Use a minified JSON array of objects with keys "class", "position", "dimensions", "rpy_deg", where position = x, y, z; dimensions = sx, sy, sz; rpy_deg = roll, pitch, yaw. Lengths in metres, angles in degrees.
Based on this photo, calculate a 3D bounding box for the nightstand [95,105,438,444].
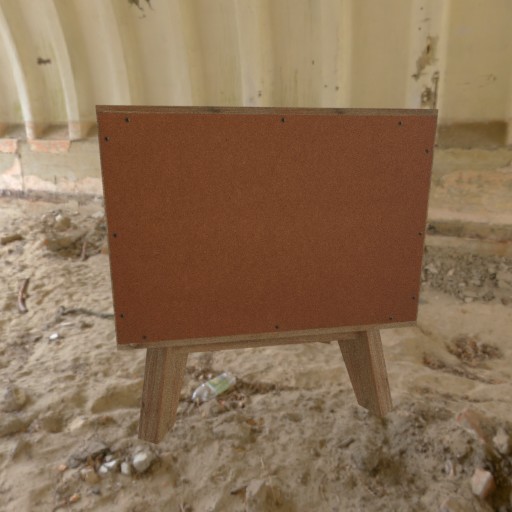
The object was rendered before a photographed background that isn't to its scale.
[{"class":"nightstand","position":[0.000,0.000,0.961],"dimensions":[0.552,0.589,0.396],"rpy_deg":[-3,15,-10]}]
